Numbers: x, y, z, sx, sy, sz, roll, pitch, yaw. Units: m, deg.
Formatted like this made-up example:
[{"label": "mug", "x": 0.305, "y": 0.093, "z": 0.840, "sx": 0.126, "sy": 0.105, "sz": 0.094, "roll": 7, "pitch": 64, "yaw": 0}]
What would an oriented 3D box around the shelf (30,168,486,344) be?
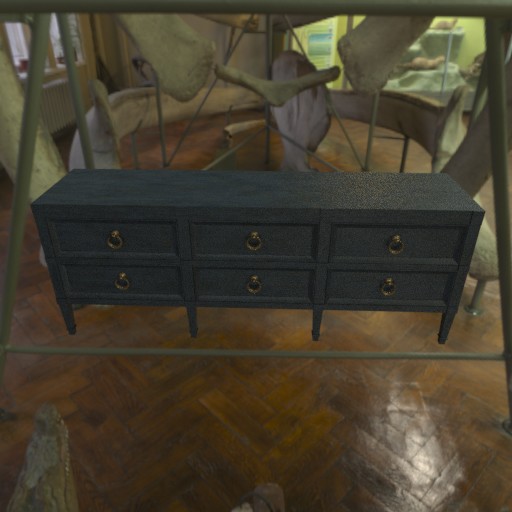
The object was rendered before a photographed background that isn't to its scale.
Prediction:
[{"label": "shelf", "x": 0.000, "y": 0.000, "z": 2.200, "sx": 1.878, "sy": 0.715, "sz": 0.471, "roll": 1, "pitch": 30, "yaw": 2}]
